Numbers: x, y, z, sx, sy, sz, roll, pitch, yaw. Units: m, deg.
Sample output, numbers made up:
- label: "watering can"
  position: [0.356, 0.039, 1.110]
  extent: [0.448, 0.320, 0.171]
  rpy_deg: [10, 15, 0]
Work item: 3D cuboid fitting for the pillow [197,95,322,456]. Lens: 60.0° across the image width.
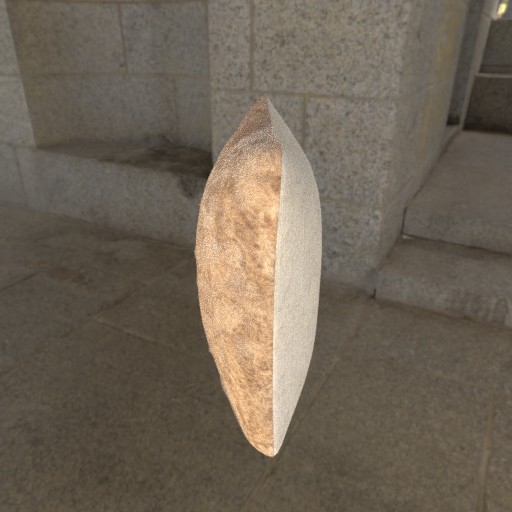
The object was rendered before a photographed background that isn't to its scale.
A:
- label: "pillow"
  position: [0.000, 0.000, 0.829]
  extent: [0.216, 0.525, 0.538]
  rpy_deg: [0, 26, 0]
